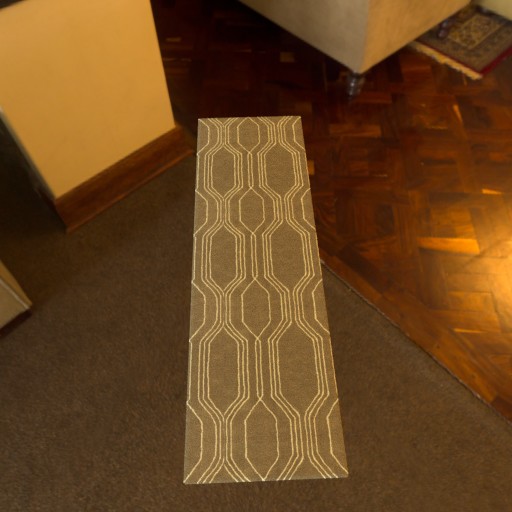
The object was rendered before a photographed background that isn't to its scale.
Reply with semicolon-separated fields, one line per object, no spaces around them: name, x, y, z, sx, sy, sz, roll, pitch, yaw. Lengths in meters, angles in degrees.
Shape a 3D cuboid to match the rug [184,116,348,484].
rug;0.000;0.000;2.714;0.773;0.012;2.464;-2;59;-1
